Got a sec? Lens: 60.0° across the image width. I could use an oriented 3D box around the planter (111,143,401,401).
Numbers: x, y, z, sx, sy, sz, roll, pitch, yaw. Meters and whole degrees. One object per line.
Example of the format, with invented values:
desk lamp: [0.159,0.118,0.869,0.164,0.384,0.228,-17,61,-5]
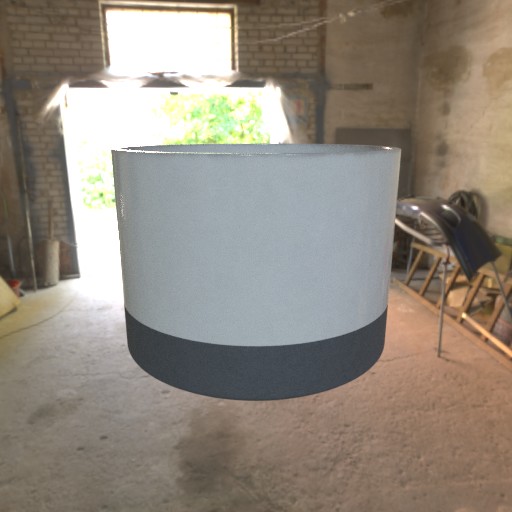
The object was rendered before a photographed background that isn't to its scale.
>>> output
planter: [0.000,0.000,0.219,0.128,0.105,0.128,0,16,0]
